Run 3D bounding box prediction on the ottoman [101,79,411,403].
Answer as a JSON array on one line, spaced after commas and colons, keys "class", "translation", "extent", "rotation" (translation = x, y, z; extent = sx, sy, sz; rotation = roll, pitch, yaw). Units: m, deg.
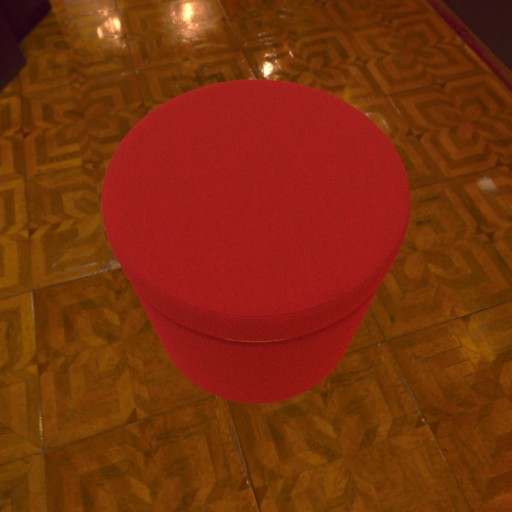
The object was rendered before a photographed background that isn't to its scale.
[{"class": "ottoman", "translation": [0.000, 0.000, 0.738], "extent": [0.400, 0.406, 0.400], "rotation": [0, 59, 0]}]
